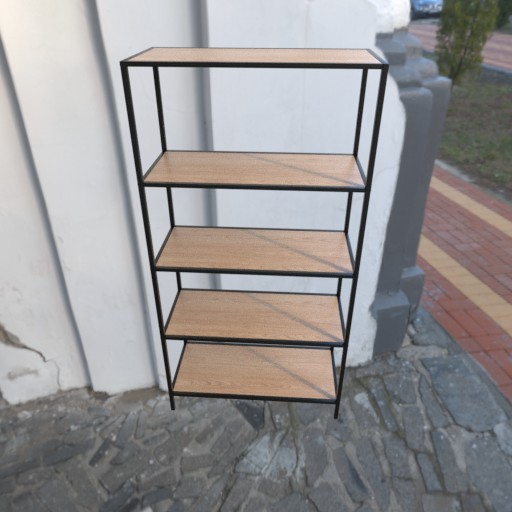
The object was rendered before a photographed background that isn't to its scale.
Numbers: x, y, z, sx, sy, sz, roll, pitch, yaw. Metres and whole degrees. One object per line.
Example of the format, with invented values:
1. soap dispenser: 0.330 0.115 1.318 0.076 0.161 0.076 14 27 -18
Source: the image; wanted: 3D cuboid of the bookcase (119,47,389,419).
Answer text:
1. bookcase: 0.000 0.000 1.798 0.770 1.500 0.350 2 31 3
